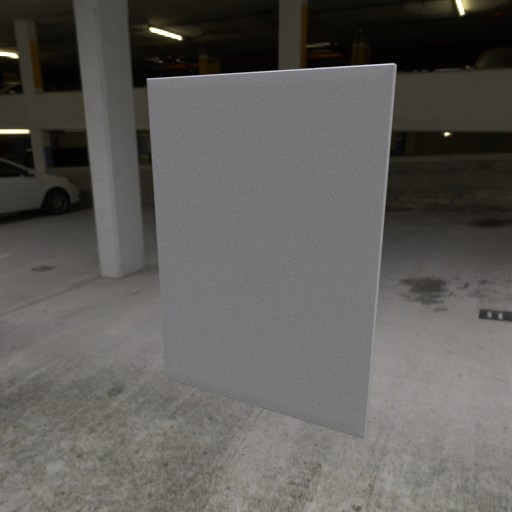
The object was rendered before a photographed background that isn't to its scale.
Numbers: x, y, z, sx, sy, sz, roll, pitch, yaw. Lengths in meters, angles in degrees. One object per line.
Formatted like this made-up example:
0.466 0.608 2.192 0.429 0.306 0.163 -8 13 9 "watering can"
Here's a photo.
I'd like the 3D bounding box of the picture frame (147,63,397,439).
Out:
0.000 0.000 0.693 0.381 0.534 0.012 8 18 26 "picture frame"
